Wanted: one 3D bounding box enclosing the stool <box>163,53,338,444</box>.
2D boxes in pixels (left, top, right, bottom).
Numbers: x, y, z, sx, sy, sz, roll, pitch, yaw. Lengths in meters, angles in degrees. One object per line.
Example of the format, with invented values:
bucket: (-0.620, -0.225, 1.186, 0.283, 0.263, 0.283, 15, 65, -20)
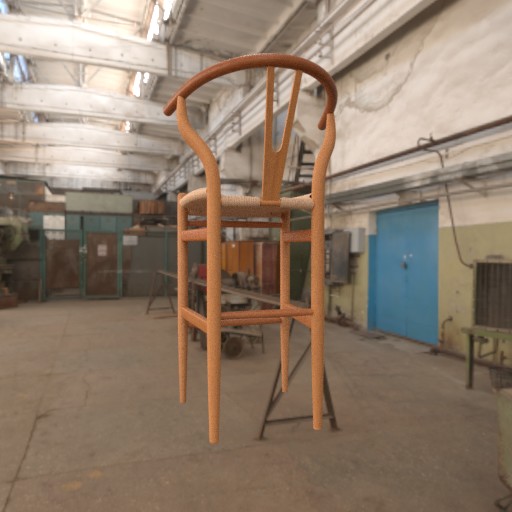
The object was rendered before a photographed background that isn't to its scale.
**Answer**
stool: (0.000, 0.000, 1.429, 0.574, 1.068, 0.561, 0, 1, -18)
